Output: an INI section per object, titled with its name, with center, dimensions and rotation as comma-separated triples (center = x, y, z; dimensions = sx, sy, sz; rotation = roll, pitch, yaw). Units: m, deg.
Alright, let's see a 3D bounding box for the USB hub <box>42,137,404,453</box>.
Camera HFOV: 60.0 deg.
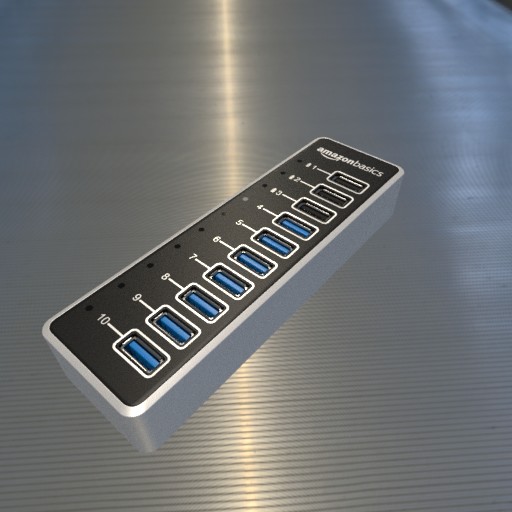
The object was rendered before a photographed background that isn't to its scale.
[USB hub]
center = 0.000, 0.000, 0.165
dimensions = 0.044, 0.023, 0.145
rotation = 31, 53, 28
